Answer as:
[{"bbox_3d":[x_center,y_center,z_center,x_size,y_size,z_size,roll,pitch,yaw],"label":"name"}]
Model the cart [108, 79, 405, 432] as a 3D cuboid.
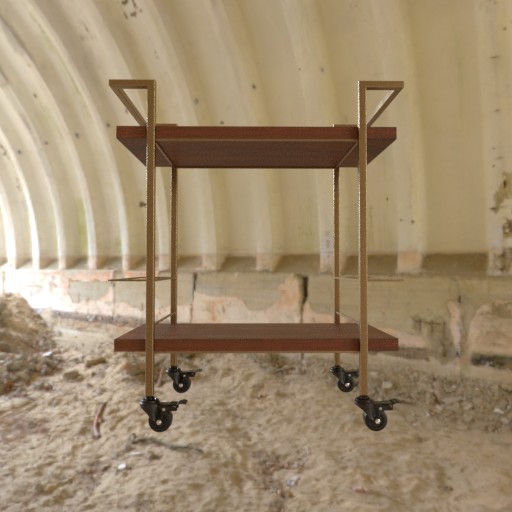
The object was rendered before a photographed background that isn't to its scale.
[{"bbox_3d":[0.000,0.000,1.182,0.695,0.807,0.364,0,-2,-1],"label":"cart"}]
